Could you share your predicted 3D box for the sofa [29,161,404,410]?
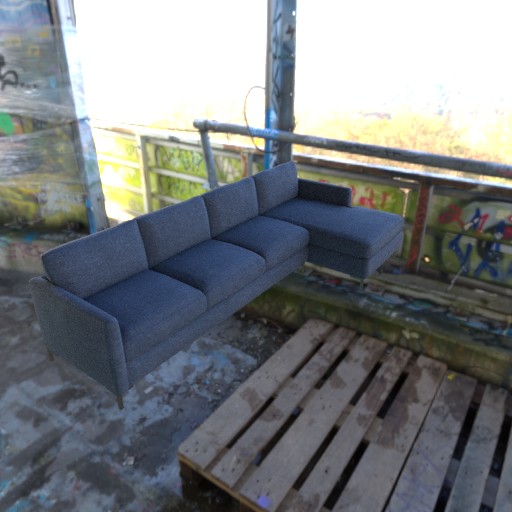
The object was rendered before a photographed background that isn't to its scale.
[{"bbox_3d":[0.000,0.000,3.460,1.350,0.810,2.932,18,32,32],"label":"sofa"}]
